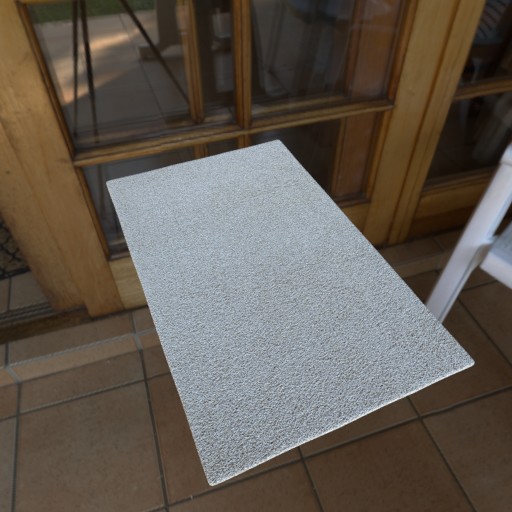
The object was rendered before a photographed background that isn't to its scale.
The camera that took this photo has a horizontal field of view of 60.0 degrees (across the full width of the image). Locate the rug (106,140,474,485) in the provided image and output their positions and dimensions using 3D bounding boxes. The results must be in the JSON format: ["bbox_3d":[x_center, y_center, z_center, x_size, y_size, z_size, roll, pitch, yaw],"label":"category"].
[{"bbox_3d":[0.000,0.000,2.955,1.524,0.030,2.438,-18,49,-16],"label":"rug"}]
